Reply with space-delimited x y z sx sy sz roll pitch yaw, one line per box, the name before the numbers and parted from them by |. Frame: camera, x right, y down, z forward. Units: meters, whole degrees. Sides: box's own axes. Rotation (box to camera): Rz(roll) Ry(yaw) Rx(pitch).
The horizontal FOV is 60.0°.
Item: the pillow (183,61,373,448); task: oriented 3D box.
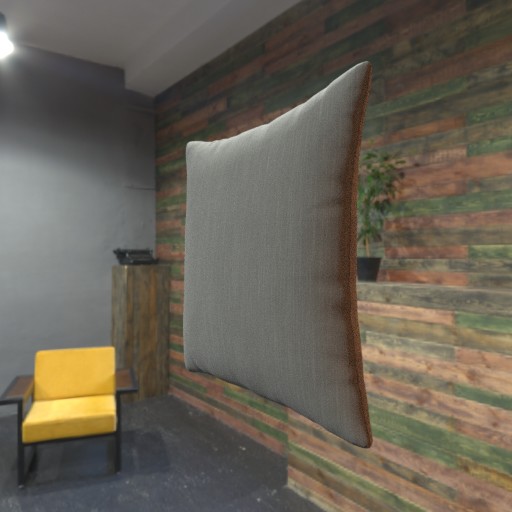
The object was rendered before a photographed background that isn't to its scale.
pillow | 0.000 0.000 0.783 0.161 0.509 0.511 0 0 -36
